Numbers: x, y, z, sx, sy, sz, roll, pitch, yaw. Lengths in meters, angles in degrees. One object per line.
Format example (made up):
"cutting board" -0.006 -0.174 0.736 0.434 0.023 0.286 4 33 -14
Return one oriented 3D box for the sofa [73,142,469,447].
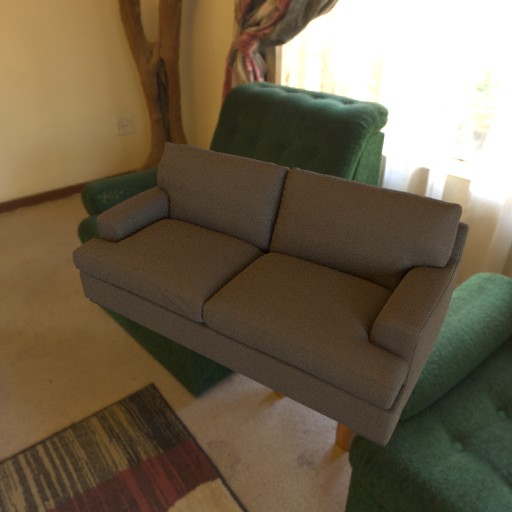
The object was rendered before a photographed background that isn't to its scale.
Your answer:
"sofa" 0.000 0.000 2.800 2.271 0.950 1.140 19 35 28
